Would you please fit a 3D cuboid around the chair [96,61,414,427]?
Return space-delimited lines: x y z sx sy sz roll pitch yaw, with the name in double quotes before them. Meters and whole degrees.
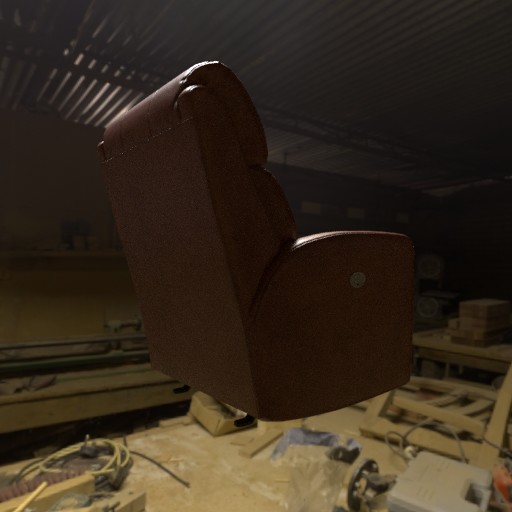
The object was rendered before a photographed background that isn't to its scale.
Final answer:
"chair" 0.000 0.000 1.618 0.939 1.016 0.787 0 0 -37
